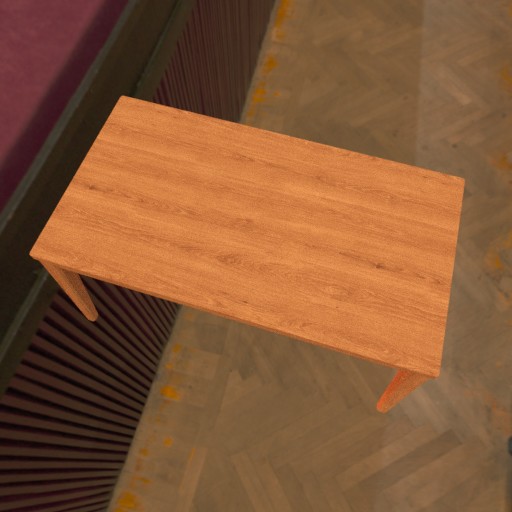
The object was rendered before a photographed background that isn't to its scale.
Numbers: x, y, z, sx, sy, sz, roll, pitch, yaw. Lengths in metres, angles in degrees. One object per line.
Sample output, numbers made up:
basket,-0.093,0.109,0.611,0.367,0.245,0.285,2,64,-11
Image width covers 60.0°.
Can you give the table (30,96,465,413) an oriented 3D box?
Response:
table,0.000,0.000,2.090,1.600,0.760,0.900,16,66,7
